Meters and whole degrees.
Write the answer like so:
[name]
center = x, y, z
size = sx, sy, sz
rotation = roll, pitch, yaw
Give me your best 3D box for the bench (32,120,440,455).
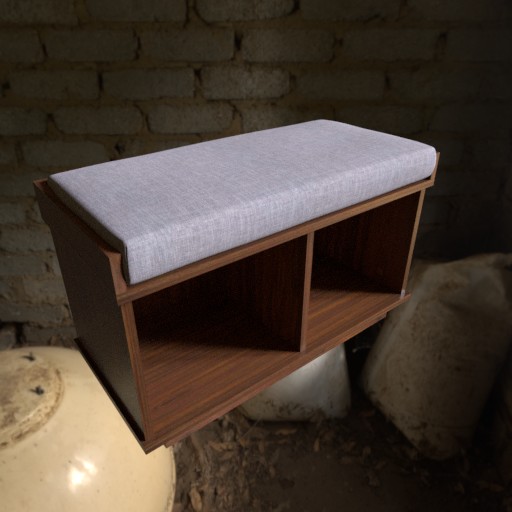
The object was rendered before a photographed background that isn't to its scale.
[bench]
center = 0.000, 0.000, 0.966
size = 0.734, 0.461, 0.362
rotation = -21, 36, -33
